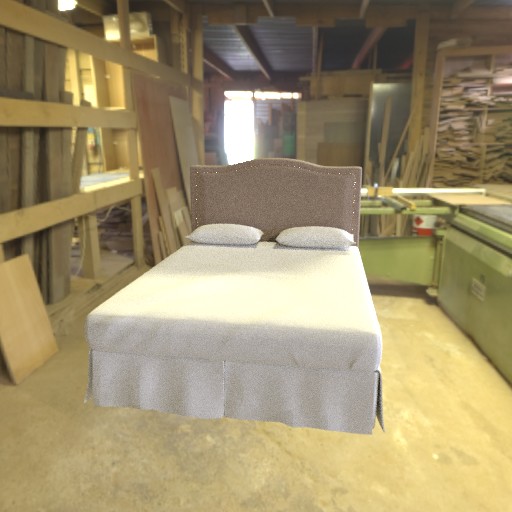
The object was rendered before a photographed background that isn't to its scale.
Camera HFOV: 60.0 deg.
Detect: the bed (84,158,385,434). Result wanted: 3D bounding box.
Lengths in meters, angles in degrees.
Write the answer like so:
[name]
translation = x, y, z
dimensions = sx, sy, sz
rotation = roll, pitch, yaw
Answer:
[bed]
translation = 0.000, 0.000, 3.486
dimensions = 1.821, 1.436, 2.282
rotation = 2, 15, 9
